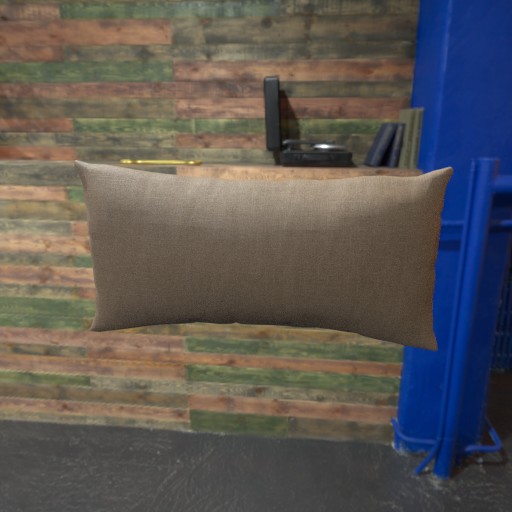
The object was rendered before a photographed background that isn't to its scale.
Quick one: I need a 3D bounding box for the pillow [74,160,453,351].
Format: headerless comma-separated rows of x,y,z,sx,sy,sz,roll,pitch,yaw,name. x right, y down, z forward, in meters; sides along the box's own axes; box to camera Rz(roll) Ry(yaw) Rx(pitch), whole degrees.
0.000,0.000,0.738,0.612,0.308,0.148,2,16,7,pillow
